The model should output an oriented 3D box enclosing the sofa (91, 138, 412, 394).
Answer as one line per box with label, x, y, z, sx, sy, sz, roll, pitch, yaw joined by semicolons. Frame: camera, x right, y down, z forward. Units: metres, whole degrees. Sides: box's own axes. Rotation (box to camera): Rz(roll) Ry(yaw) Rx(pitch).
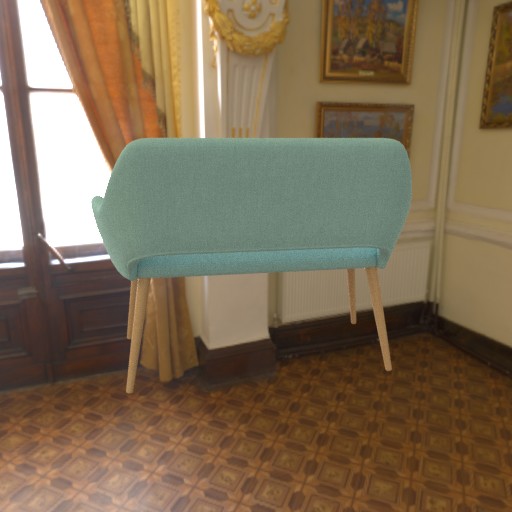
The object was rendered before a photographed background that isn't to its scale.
sofa;0.000;0.000;1.638;1.150;0.840;0.610;-2;15;-9
